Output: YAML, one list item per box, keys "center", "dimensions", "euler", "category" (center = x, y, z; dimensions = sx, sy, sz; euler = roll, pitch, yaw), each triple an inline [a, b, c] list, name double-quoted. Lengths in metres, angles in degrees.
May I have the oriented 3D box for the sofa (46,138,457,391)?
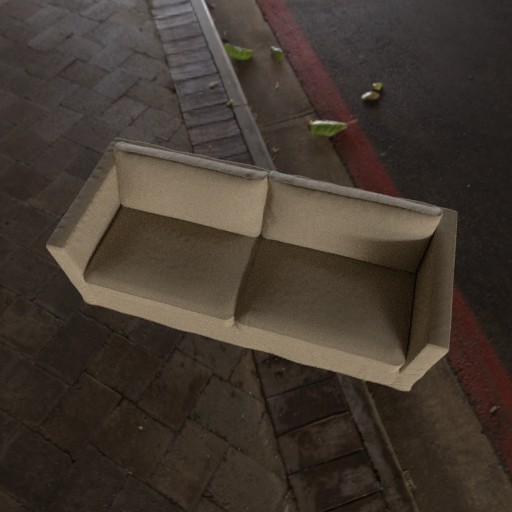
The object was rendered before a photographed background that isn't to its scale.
- center: [0.000, 0.000, 2.828]
  dimensions: [2.296, 0.847, 0.956]
  euler: [14, 59, 8]
  category: "sofa"
